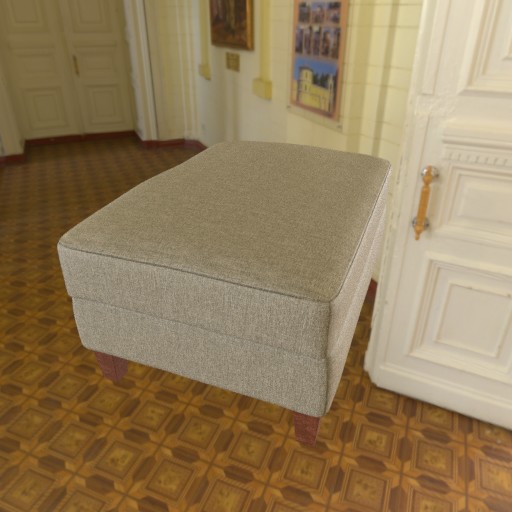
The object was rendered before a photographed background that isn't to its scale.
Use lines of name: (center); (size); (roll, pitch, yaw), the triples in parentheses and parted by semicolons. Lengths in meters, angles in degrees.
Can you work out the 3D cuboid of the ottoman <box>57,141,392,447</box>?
ottoman: (0.000, 0.000, 1.269); (0.639, 0.494, 0.873); (11, 31, 18)
